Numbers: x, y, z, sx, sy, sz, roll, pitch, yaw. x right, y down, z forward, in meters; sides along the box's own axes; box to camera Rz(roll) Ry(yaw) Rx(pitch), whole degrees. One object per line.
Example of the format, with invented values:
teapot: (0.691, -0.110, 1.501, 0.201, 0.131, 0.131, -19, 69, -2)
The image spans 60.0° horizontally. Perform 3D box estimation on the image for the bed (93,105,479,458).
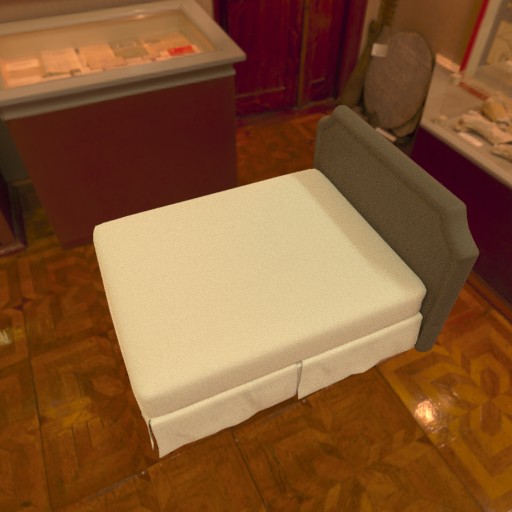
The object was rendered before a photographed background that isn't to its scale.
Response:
bed: (0.000, 0.000, 3.242, 2.181, 1.297, 1.831, -17, 48, -16)
